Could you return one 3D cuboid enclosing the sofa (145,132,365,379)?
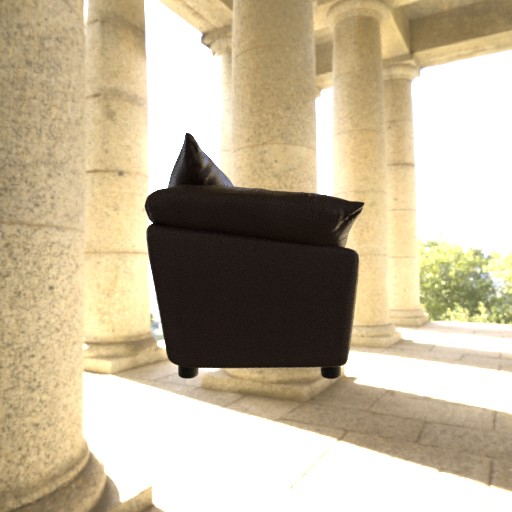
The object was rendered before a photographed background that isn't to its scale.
[{"bbox_3d":[0.000,0.000,2.891,0.907,1.091,2.390,0,-1,1],"label":"sofa"}]
